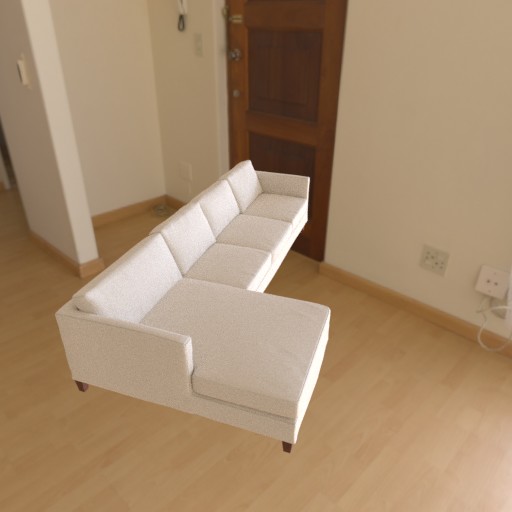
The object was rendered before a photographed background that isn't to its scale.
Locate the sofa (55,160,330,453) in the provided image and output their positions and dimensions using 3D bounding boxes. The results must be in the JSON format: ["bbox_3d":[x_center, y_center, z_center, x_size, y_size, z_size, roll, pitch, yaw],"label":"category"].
[{"bbox_3d":[0.000,0.000,4.007,1.625,0.846,3.186,10,30,17],"label":"sofa"}]
